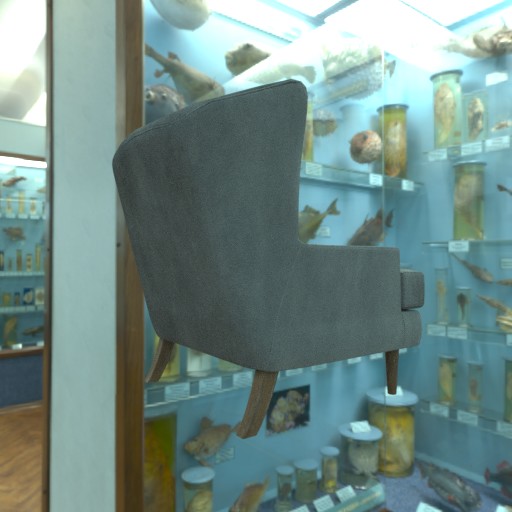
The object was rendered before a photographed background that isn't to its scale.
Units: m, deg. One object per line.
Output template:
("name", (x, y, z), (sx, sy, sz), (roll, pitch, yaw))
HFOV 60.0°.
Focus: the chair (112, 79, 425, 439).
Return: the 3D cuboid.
("chair", (0.000, 0.000, 1.581), (0.906, 0.950, 0.784), (0, 0, -36))
